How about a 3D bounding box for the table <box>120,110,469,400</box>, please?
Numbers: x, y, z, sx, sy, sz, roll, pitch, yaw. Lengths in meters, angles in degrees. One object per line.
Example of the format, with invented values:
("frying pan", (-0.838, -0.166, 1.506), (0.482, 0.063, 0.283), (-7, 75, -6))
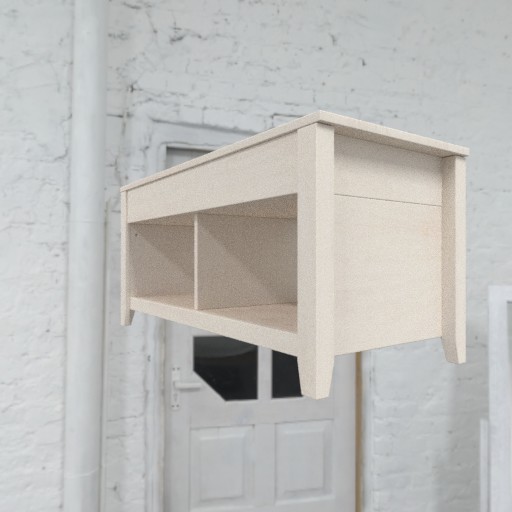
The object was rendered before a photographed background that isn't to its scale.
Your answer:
("table", (0.000, 0.000, 1.279), (0.457, 0.483, 1.016), (0, 0, -35))
